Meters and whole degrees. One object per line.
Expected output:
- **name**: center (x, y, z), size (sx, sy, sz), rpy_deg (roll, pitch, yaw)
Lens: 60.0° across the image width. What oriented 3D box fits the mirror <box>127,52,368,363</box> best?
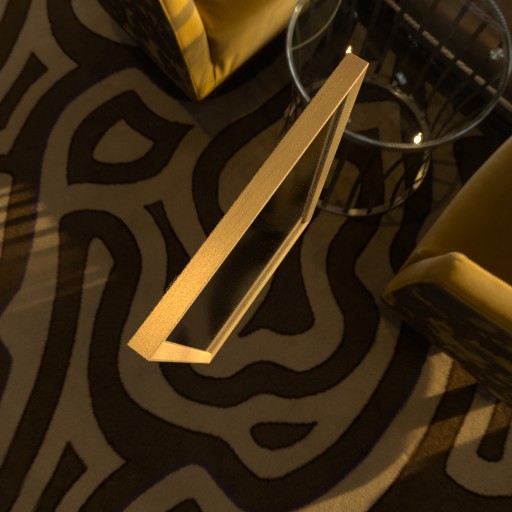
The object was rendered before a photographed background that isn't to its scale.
- **mirror**: center (0.000, 0.000, 0.932), size (0.039, 0.710, 0.507), rpy_deg (34, 79, 8)
